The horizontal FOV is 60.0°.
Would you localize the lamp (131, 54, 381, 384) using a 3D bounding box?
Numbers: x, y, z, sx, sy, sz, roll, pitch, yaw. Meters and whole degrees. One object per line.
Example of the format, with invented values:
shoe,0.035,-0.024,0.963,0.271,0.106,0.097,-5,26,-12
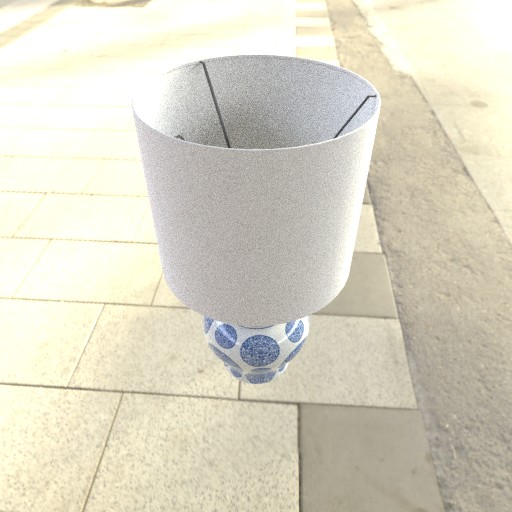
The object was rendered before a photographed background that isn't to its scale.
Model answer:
lamp,0.000,0.000,0.514,0.215,0.381,0.215,1,41,2
